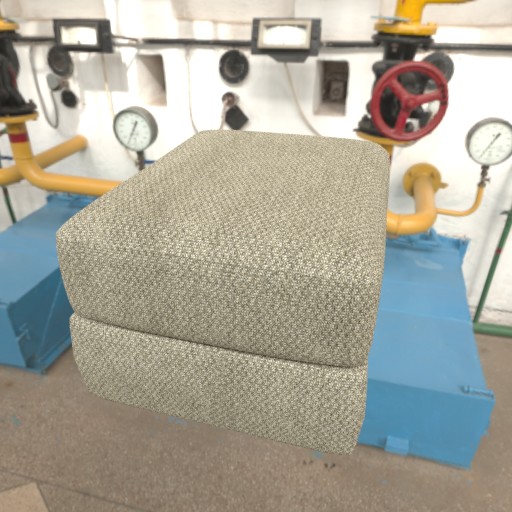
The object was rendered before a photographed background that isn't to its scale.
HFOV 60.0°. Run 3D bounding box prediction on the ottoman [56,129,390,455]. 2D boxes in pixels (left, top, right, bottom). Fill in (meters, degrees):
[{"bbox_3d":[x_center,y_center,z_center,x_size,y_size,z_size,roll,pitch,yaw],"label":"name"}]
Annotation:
[{"bbox_3d":[0.000,0.000,1.111,0.603,0.476,0.751,8,31,14],"label":"ottoman"}]
